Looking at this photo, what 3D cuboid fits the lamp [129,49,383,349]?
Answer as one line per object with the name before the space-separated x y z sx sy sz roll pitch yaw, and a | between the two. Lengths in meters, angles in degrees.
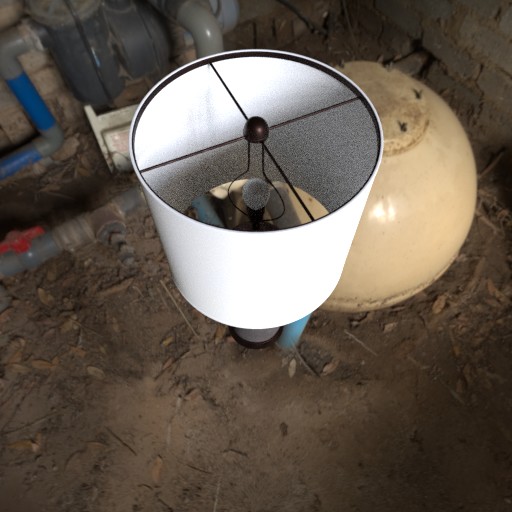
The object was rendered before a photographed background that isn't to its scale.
lamp | 0.000 0.000 0.788 0.301 0.630 0.301 17 61 10
